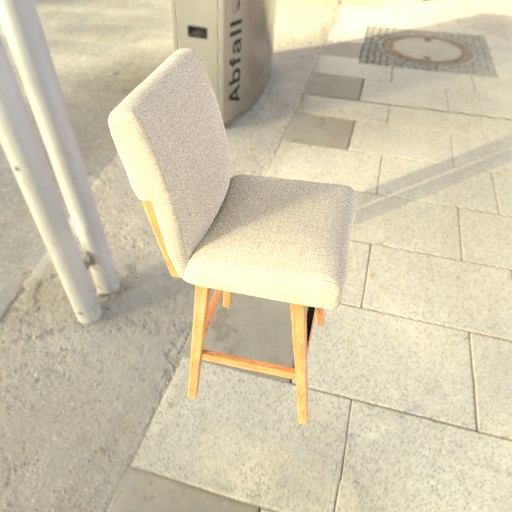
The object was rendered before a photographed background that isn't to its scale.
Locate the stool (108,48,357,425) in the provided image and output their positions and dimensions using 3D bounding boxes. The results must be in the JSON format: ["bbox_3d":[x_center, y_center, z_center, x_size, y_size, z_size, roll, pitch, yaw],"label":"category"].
[{"bbox_3d":[0.000,0.000,1.411,0.569,1.106,0.483,10,44,10],"label":"stool"}]
